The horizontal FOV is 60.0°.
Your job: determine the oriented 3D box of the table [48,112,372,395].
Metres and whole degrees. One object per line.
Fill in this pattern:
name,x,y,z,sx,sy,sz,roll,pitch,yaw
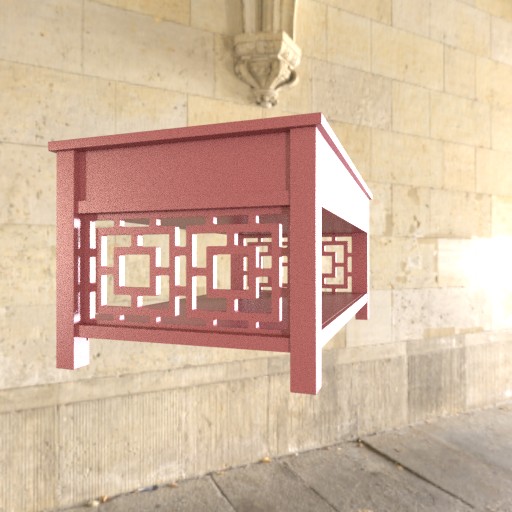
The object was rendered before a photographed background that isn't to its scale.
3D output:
table,0.000,0.000,1.370,0.612,0.493,1.068,0,0,19
